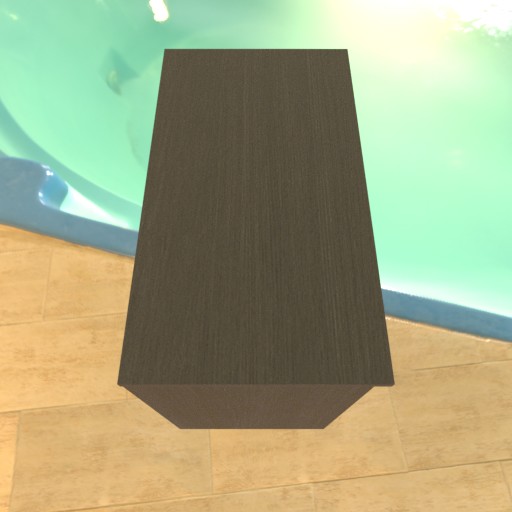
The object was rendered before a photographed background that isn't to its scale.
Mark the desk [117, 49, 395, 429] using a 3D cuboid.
[{"bbox_3d":[0.000,0.000,1.320,0.498,0.724,0.893,0,63,0],"label":"desk"}]
